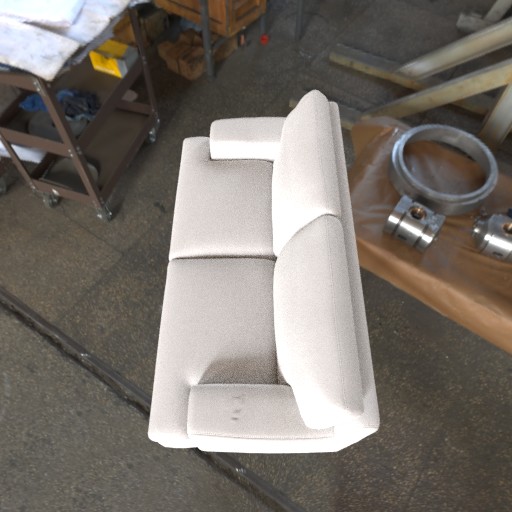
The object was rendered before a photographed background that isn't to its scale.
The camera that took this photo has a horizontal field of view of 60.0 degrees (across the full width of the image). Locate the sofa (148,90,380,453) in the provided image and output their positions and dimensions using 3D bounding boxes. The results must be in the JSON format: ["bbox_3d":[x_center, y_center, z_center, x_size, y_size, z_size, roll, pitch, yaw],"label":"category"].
[{"bbox_3d":[0.000,0.000,2.802,1.143,0.940,2.261,0,59,0],"label":"sofa"}]
